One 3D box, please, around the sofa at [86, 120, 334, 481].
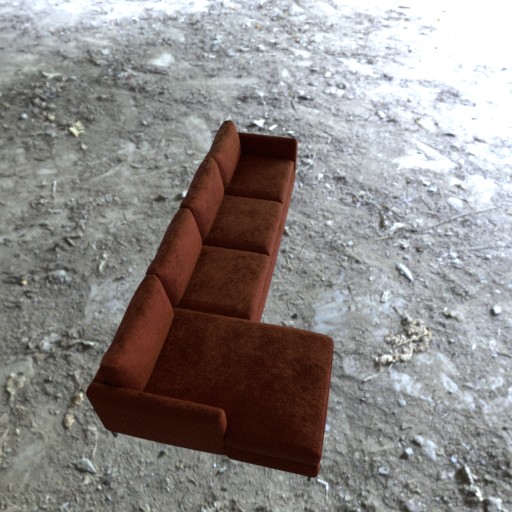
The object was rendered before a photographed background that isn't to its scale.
[{"bbox_3d":[0.000,0.000,2.924,1.136,0.663,2.467,8,46,8],"label":"sofa"}]
